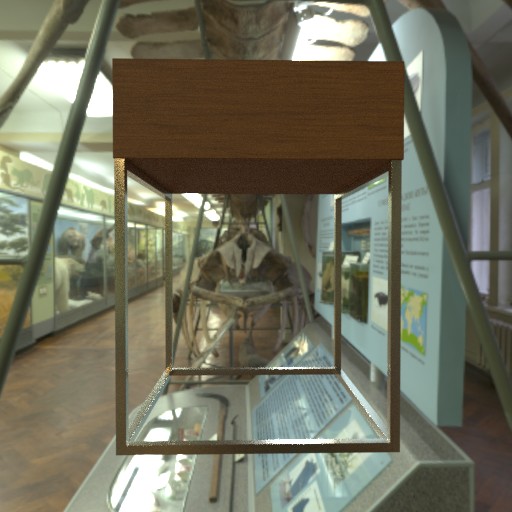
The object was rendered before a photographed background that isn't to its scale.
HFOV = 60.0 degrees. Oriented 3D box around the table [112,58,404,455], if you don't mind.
[{"bbox_3d":[0.000,0.000,0.805,0.397,0.540,0.398,0,1,-1],"label":"table"}]
